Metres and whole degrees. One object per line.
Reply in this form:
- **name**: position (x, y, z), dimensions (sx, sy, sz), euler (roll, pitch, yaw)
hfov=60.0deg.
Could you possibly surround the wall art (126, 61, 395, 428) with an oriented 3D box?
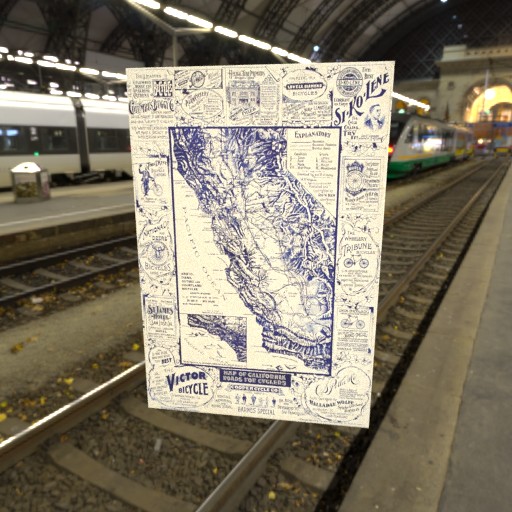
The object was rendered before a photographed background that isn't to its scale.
- **wall art**: position (0.000, 0.000, 0.473), dimensions (0.255, 0.376, 0.025), euler (2, 14, 9)
